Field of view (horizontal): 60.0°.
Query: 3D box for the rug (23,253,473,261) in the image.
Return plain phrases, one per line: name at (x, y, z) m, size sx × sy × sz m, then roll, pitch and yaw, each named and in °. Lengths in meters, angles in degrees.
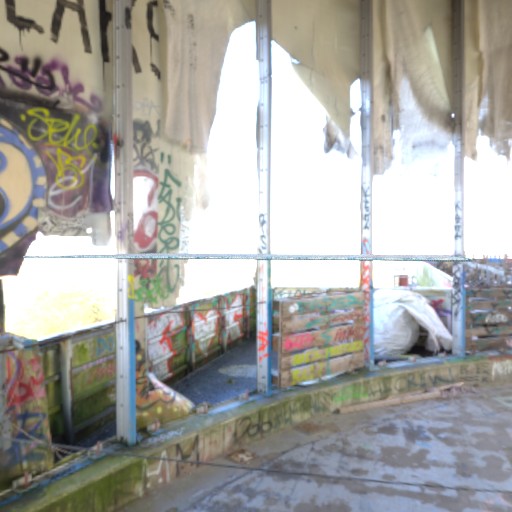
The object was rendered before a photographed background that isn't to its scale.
rug at (0.000, 0.000, 3.006) m, size 2.438 × 0.015 × 1.524 m, roll 0°, pitch 1°, yaw 17°
